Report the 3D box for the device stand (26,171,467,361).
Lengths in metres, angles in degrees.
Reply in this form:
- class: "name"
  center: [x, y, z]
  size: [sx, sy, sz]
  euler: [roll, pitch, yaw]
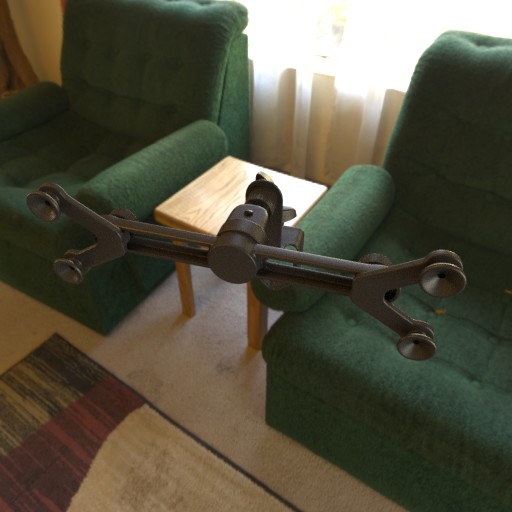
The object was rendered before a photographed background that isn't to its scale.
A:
- class: "device stand"
  center: [0.000, 0.000, 0.359]
  size: [0.270, 0.166, 0.142]
  euler: [11, 42, 12]
